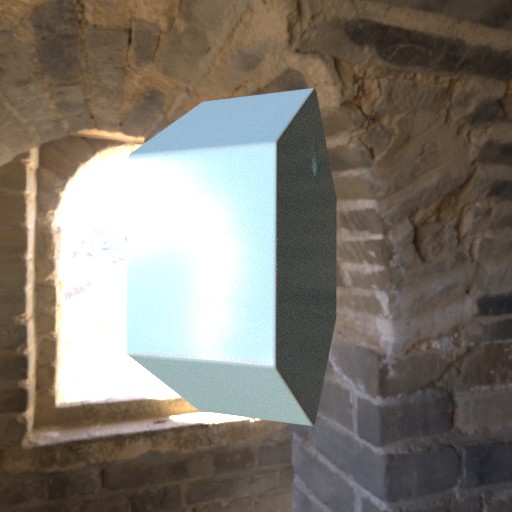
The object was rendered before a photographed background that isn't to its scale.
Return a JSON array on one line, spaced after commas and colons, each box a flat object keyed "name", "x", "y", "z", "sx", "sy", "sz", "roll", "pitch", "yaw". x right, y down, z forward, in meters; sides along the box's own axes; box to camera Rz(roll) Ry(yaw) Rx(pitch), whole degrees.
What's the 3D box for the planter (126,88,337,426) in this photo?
[{"name": "planter", "x": 0.000, "y": 0.000, "z": 0.284, "sx": 0.078, "sy": 0.207, "sz": 0.169, "roll": 0, "pitch": -1, "yaw": 19}]
